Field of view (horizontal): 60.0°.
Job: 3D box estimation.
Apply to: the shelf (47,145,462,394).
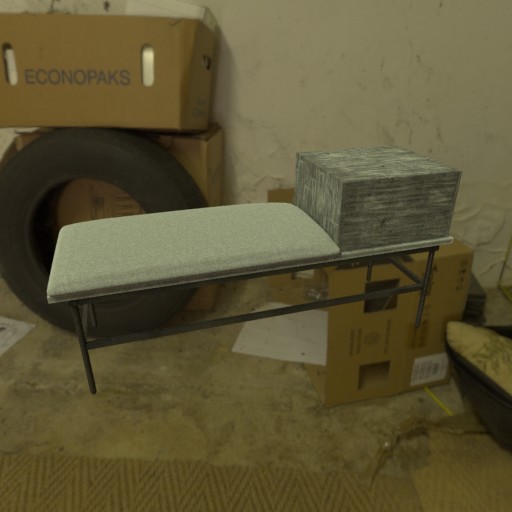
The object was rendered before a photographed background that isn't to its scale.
[{"bbox_3d":[0.000,0.000,1.620,1.342,0.633,0.457,-8,28,-15],"label":"shelf"}]
